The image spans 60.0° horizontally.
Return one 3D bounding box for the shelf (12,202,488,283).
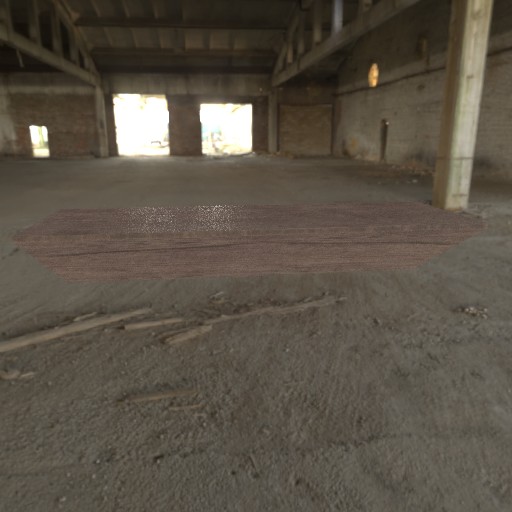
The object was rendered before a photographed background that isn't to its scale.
[{"bbox_3d":[0.000,0.000,0.676,0.610,0.125,0.200,-2,16,-7],"label":"shelf"}]
